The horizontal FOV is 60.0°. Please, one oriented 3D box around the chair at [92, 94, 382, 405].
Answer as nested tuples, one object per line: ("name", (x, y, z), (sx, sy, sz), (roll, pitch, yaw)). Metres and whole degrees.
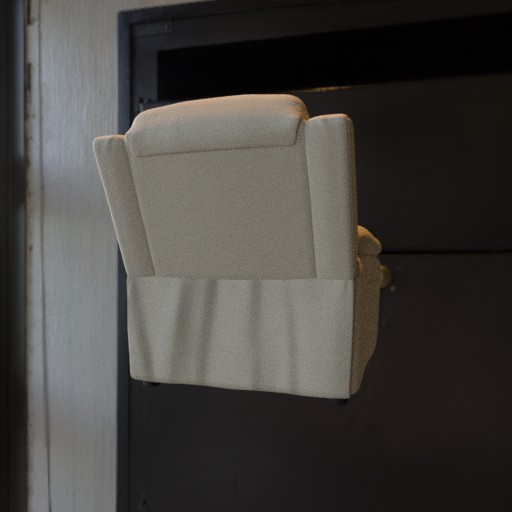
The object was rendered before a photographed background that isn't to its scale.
("chair", (0.000, 0.000, 1.268), (0.680, 0.702, 0.709), (0, 0, 17))
